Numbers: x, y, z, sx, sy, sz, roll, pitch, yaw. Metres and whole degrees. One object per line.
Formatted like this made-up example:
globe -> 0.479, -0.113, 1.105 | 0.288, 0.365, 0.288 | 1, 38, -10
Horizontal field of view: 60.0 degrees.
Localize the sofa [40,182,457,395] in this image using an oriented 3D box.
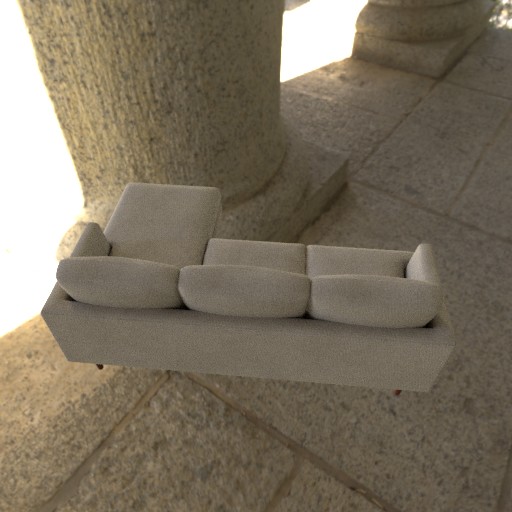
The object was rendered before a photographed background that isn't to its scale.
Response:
sofa -> 0.000, 0.000, 3.001 | 2.233, 0.956, 1.504 | 4, 46, 4
